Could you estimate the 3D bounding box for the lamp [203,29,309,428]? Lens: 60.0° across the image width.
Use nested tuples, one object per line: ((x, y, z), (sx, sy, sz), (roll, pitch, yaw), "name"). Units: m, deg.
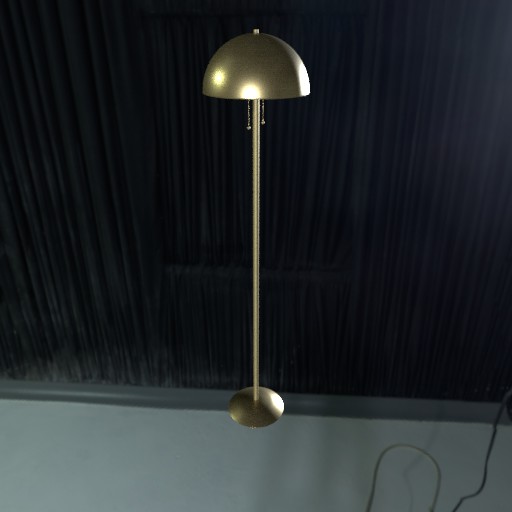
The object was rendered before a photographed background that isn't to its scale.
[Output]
((0.000, 0.000, 1.627), (0.328, 1.480, 0.328), (0, 26, 0), "lamp")
